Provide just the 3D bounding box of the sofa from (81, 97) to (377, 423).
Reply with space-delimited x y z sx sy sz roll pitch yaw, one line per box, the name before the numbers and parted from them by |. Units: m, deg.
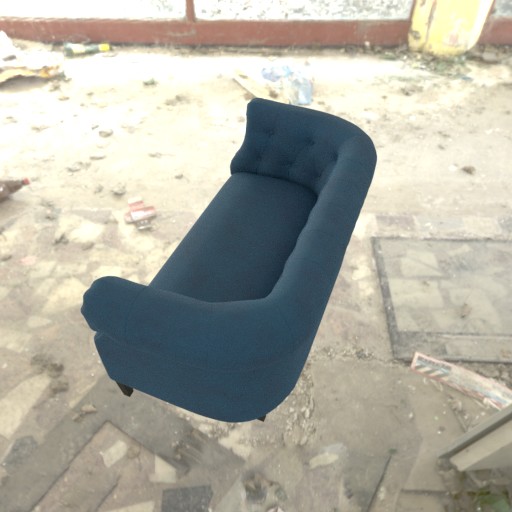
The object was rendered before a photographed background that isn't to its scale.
sofa | 0.000 0.000 2.094 0.835 0.827 1.558 16 48 15
